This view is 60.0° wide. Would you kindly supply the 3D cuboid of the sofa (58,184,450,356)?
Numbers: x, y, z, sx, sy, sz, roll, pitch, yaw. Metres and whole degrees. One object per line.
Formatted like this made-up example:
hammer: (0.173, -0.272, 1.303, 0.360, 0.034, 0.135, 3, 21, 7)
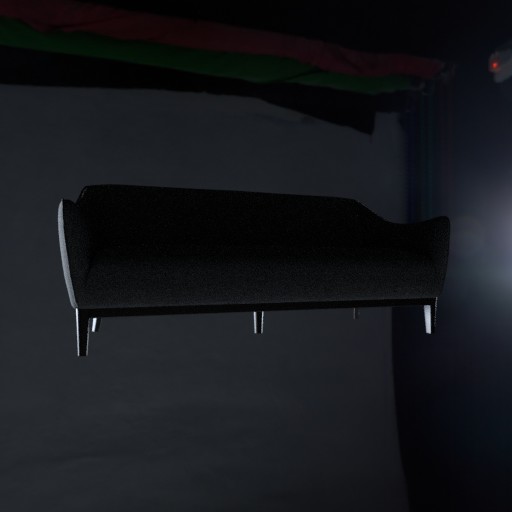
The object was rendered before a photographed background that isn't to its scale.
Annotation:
sofa: (0.000, 0.000, 2.422, 1.928, 0.829, 0.867, 0, -1, -20)
